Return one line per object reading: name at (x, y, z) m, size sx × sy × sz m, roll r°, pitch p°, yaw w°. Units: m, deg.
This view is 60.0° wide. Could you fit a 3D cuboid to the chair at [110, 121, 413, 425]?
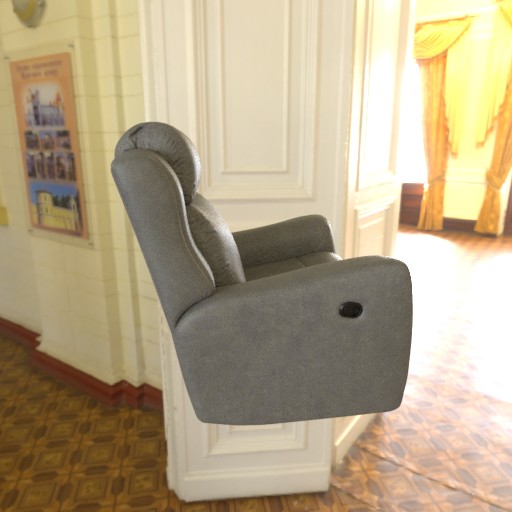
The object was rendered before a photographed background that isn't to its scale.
chair at (0.000, 0.000, 1.949) m, size 1.068 × 1.116 × 0.965 m, roll -3°, pitch 16°, yaw -10°
